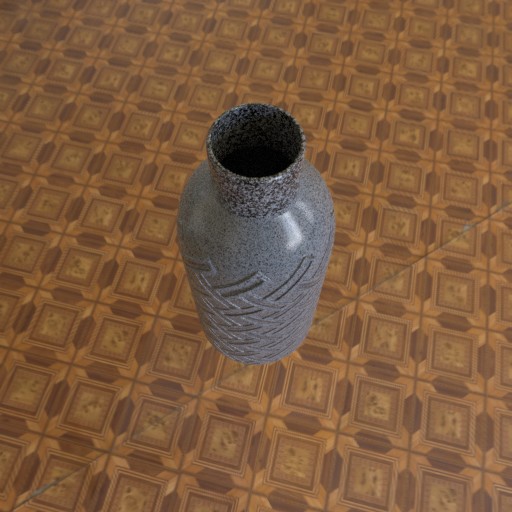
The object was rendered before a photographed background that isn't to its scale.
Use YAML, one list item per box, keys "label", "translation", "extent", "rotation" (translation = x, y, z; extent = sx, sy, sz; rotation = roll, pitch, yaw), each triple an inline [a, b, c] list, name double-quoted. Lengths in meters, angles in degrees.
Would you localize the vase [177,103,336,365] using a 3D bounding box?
- label: "vase"
  translation: [0.000, 0.000, 0.353]
  extent: [0.122, 0.282, 0.122]
  rotation: [0, 65, 0]
